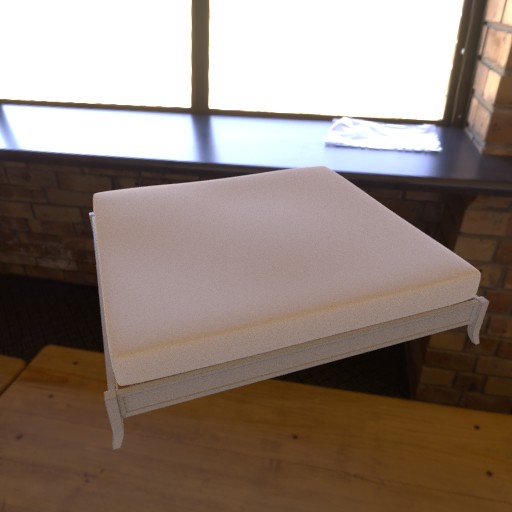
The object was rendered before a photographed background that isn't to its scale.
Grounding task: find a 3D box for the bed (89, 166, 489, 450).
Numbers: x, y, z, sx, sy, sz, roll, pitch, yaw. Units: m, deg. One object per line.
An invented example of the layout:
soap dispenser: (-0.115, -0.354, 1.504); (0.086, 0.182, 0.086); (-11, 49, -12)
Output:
bed: (0.000, 0.000, 3.011); (2.108, 0.510, 2.007); (-10, 33, -17)
